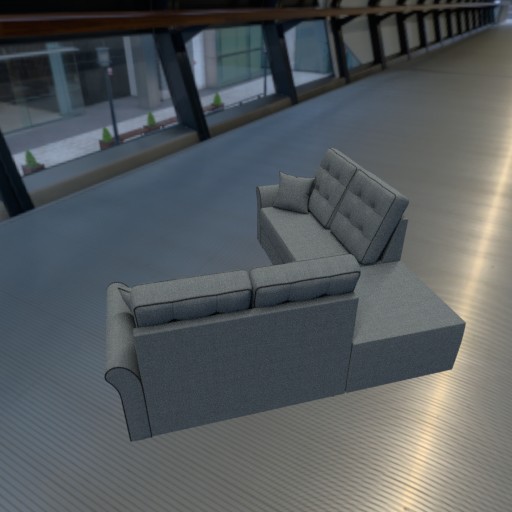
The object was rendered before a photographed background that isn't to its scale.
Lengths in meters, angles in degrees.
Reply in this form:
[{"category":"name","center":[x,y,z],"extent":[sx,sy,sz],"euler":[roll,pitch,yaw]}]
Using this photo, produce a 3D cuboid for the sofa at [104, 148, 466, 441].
[{"category":"sofa","center":[0.000,0.000,3.254],"extent":[2.070,0.988,2.068],"euler":[-8,32,-13]}]
